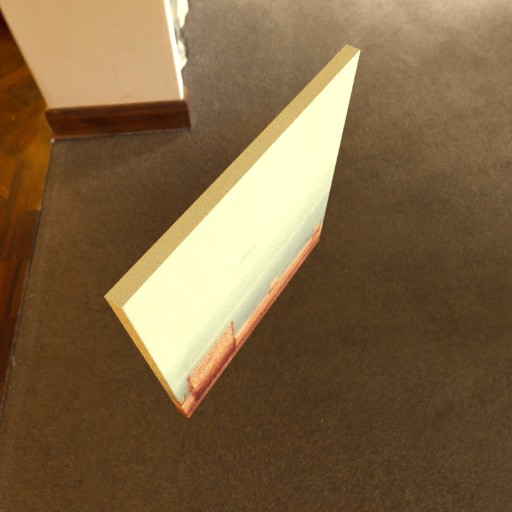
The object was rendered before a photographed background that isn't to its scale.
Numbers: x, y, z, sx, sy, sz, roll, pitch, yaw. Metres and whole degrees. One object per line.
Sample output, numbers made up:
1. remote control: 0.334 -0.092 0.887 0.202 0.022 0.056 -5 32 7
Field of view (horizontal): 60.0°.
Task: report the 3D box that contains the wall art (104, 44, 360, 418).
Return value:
1. wall art: 0.000 0.000 0.912 0.034 0.605 0.605 30 63 17
